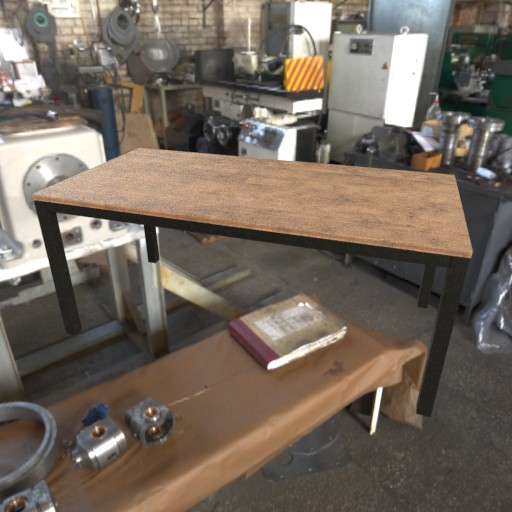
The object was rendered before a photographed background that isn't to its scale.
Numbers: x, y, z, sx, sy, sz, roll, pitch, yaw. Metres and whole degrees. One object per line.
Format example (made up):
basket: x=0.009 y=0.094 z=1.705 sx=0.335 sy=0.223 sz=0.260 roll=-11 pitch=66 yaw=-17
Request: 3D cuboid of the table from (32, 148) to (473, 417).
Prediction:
table: x=0.000 y=0.000 z=2.272 sx=1.805 sy=0.767 sz=0.893 roll=9 pitch=29 yaw=16
